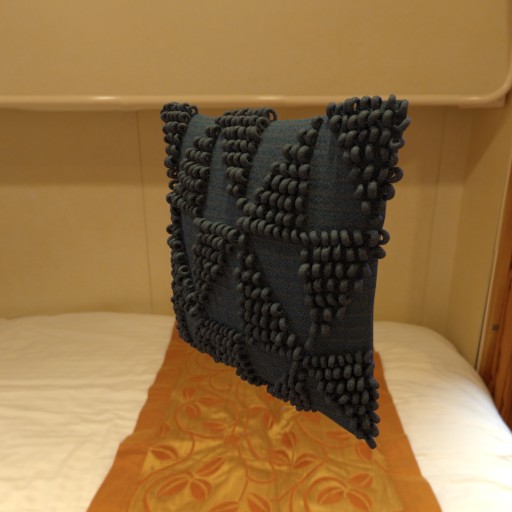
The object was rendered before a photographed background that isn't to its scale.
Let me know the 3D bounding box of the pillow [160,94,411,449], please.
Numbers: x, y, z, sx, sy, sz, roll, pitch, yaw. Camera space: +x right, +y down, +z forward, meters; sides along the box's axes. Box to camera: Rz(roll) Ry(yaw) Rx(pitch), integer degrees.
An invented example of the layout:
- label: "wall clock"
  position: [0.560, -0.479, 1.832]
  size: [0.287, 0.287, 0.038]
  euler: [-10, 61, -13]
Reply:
- label: "pillow"
  position: [0.000, 0.000, 0.695]
  size: [0.469, 0.466, 0.172]
  euler: [17, 24, 42]
